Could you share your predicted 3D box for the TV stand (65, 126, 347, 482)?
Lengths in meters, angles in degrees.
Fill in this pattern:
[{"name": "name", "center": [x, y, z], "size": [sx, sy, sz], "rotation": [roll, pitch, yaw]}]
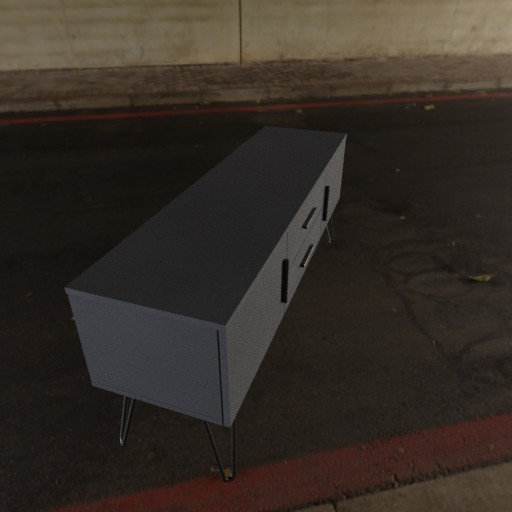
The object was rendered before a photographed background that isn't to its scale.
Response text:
[{"name": "TV stand", "center": [0.000, 0.000, 1.631], "size": [0.400, 0.560, 1.400], "rotation": [10, 33, 17]}]
